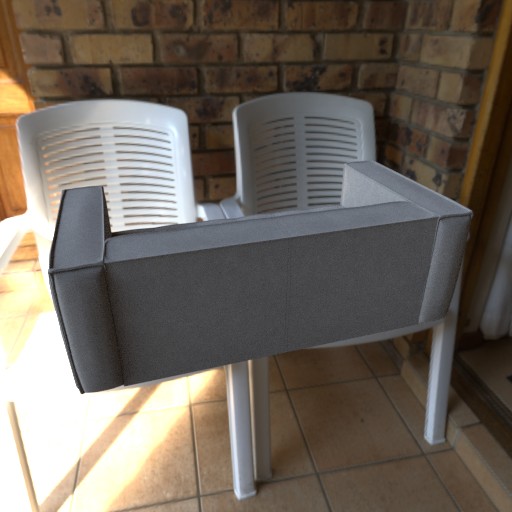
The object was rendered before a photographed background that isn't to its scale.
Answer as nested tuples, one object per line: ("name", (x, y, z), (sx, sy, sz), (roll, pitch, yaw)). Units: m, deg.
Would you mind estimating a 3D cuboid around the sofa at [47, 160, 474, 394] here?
("sofa", (0.000, 0.000, 2.478), (1.995, 0.680, 1.038), (-8, 29, -15))
